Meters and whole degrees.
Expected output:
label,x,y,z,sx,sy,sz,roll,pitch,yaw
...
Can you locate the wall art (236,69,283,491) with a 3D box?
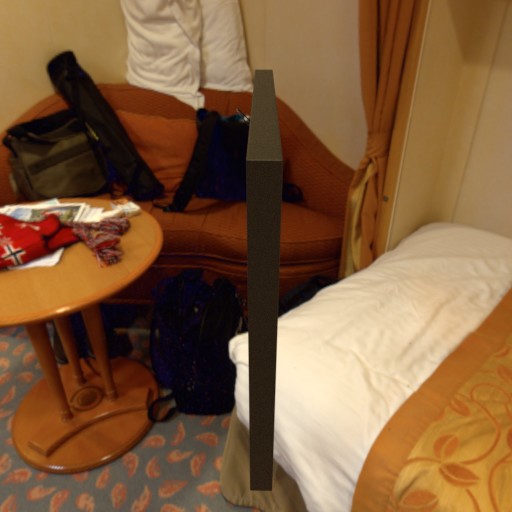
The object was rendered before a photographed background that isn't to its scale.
label,x,y,z,sx,sy,sz,roll,pitch,yaw
wall art,0.000,0.000,0.511,0.038,0.349,0.349,0,31,1
